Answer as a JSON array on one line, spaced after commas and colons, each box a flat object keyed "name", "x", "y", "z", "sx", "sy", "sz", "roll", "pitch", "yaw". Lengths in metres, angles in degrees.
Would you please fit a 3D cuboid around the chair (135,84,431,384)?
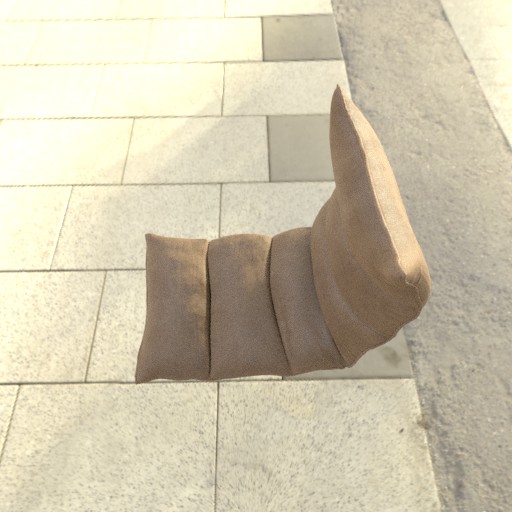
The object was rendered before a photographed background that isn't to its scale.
[{"name": "chair", "x": 0.000, "y": 0.000, "z": 1.593, "sx": 0.985, "sy": 0.892, "sz": 0.714, "roll": -3, "pitch": 58, "yaw": -2}]
